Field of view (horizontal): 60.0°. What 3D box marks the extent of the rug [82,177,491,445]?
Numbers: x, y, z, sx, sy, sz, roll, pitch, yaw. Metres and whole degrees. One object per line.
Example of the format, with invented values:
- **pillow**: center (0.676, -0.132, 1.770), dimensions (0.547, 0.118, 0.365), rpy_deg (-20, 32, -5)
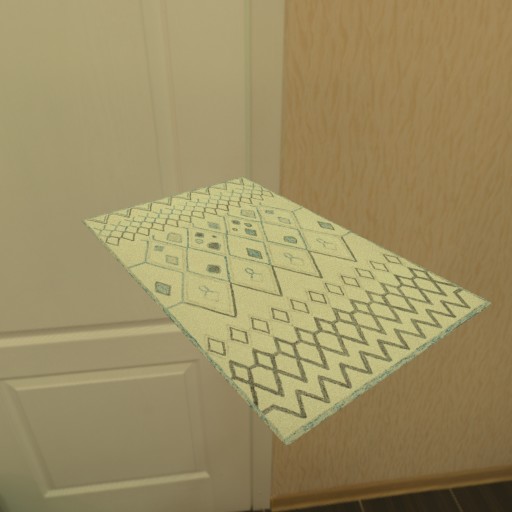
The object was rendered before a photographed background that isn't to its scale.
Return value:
- **rug**: center (0.000, 0.000, 2.961), dimensions (1.524, 0.015, 2.439), rpy_deg (-21, 37, -31)
